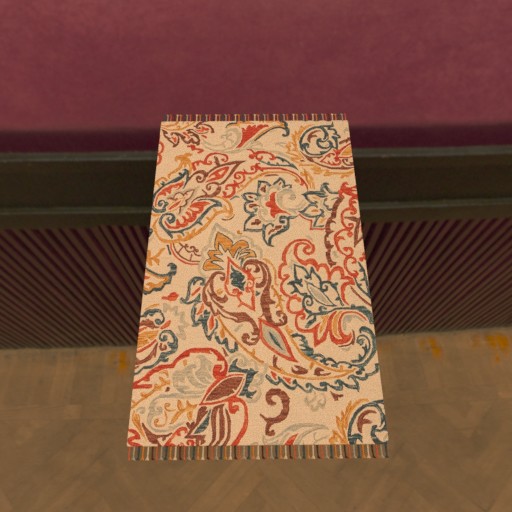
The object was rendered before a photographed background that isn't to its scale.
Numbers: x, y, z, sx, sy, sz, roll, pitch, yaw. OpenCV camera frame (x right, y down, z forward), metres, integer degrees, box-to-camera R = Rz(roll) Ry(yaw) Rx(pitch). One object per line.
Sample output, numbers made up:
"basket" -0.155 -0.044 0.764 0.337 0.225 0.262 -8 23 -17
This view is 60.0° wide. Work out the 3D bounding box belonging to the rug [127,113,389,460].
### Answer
"rug" 0.000 0.000 3.098 1.523 0.010 2.584 0 65 0
